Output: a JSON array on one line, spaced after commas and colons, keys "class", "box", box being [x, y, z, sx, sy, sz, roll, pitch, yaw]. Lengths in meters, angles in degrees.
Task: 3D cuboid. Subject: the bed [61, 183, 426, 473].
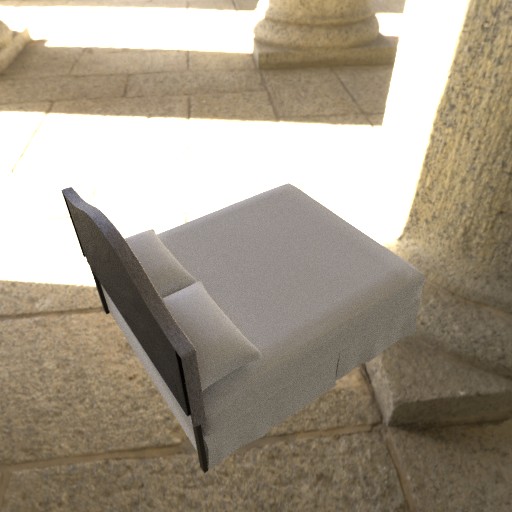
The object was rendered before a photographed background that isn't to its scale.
[{"class": "bed", "box": [0.000, 0.000, 2.996, 1.870, 1.295, 1.610, -25, 47, -26]}]
